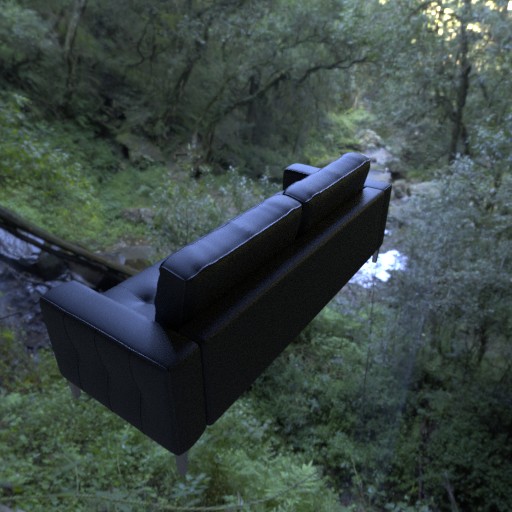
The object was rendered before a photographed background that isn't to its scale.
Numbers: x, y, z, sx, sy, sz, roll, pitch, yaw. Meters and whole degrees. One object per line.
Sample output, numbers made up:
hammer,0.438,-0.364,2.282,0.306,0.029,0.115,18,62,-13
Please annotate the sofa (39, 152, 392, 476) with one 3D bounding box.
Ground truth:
sofa,0.000,0.000,2.648,0.833,0.893,2.275,19,35,30
